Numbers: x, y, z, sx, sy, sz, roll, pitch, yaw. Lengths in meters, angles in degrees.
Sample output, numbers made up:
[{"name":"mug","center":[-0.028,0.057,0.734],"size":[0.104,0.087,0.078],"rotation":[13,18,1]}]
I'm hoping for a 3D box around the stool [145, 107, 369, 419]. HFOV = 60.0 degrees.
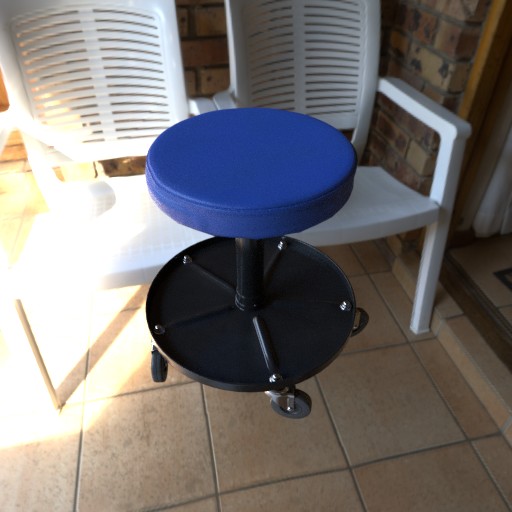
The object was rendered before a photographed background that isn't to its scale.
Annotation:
[{"name":"stool","center":[0.000,0.000,0.684],"size":[0.382,0.365,0.381],"rotation":[-12,42,-14]}]
